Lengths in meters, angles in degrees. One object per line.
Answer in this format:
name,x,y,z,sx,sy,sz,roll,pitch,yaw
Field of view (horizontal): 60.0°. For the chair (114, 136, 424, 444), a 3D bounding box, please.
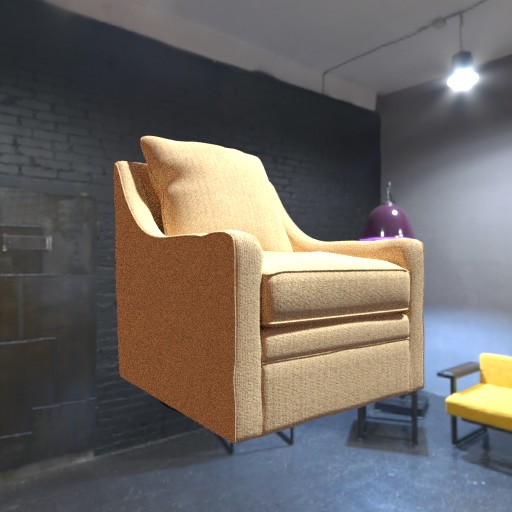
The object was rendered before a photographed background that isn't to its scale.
chair,0.000,0.000,1.574,0.760,0.927,0.876,1,-1,-37
